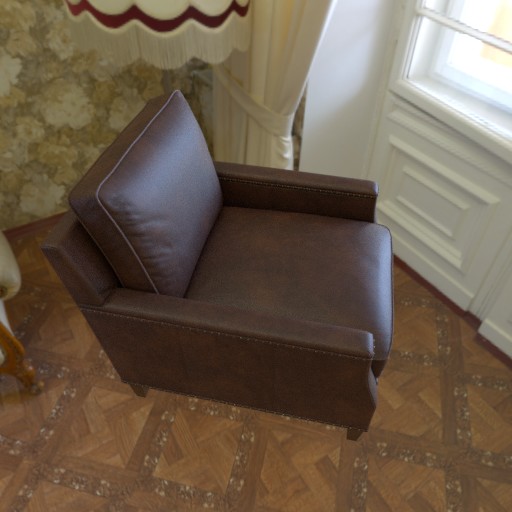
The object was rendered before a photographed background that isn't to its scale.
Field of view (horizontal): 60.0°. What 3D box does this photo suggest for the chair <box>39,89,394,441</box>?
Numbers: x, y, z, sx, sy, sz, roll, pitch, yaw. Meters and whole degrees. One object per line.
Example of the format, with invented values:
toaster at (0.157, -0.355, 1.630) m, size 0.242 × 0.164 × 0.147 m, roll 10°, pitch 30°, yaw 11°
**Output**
chair at (0.000, 0.000, 1.631) m, size 1.014 × 0.929 × 0.853 m, roll 9°, pitch 45°, yaw 9°
